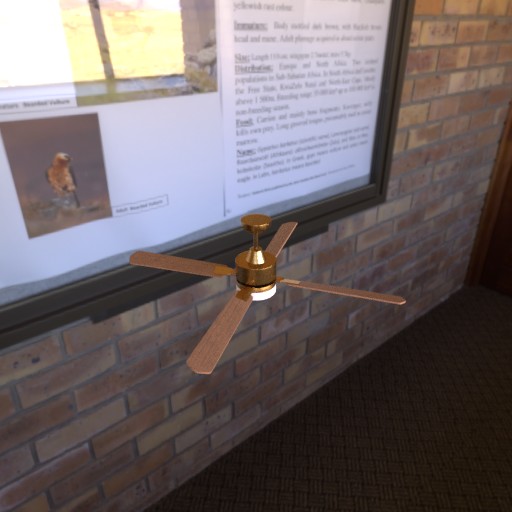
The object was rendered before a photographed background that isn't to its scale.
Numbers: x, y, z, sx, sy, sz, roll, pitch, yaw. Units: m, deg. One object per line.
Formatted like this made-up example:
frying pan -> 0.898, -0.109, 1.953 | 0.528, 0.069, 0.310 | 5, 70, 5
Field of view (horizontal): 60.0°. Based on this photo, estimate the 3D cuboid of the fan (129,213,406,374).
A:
fan -> 0.000, 0.000, 1.991 | 1.320, 0.355, 1.320 | 9, 29, 16
